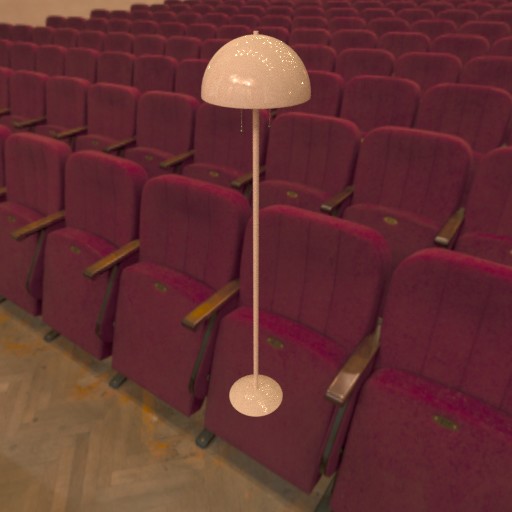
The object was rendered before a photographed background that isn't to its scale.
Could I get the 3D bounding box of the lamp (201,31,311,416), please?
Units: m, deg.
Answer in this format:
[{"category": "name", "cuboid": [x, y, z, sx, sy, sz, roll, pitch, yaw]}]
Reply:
[{"category": "lamp", "cuboid": [0.000, 0.000, 1.630, 0.328, 1.480, 0.328, 20, 37, 30]}]
